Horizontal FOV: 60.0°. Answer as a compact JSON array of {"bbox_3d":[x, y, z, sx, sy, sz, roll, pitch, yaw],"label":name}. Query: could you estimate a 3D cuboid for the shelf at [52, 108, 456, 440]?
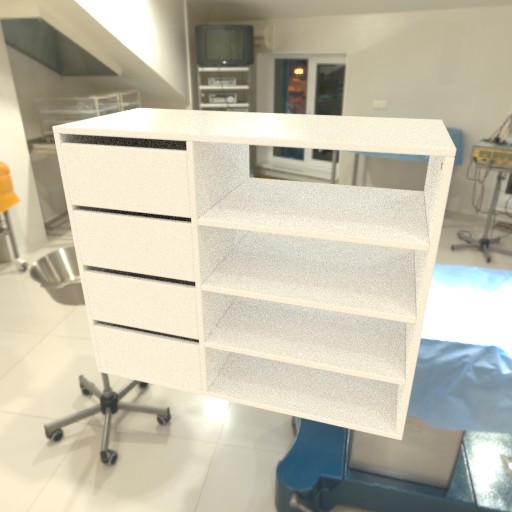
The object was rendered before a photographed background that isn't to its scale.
[{"bbox_3d":[0.000,0.000,1.259,0.895,0.732,0.396,7,26,16],"label":"shelf"}]
